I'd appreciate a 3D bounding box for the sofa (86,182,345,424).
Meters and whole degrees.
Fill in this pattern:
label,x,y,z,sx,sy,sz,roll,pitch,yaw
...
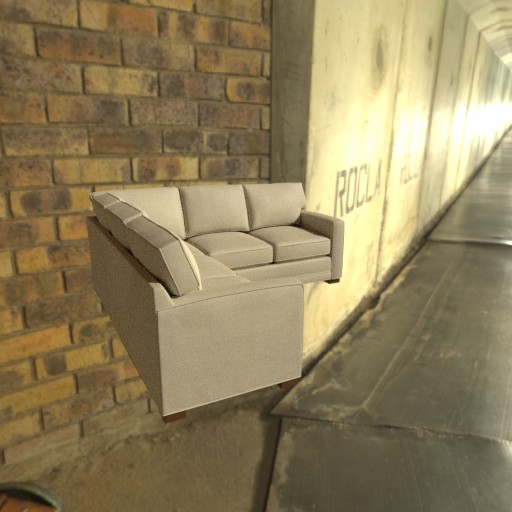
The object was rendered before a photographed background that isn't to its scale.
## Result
label,x,y,z,sx,sy,sz,roll,pitch,yaw
sofa,0.000,0.000,3.466,2.189,0.939,2.182,-8,17,-27
